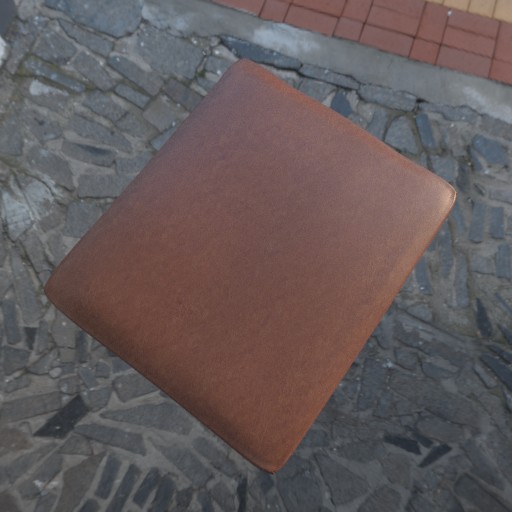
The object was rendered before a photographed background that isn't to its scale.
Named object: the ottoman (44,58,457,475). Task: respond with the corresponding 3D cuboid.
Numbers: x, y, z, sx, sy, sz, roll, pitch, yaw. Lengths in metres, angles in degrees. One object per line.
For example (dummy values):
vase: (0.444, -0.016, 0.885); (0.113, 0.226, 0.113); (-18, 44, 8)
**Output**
ottoman: (0.000, 0.000, 1.456); (0.836, 0.472, 0.987); (35, 78, 9)
